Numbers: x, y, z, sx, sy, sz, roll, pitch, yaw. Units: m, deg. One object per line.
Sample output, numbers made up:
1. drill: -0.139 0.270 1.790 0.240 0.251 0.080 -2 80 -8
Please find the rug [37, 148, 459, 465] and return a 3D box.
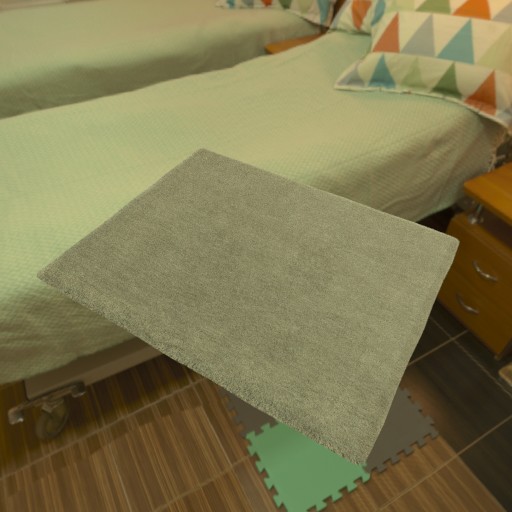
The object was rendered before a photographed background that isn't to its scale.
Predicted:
1. rug: 0.000 0.000 3.835 2.933 0.027 2.332 24 50 22
